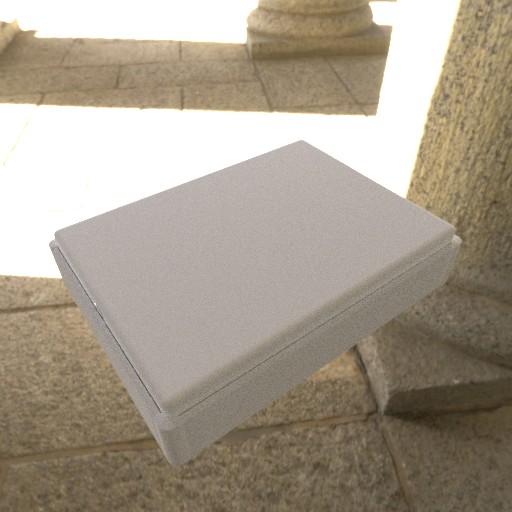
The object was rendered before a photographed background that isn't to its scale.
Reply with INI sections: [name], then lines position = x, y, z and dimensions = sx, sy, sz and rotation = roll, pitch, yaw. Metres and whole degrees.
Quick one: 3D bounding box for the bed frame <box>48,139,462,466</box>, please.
[bed frame]
position = 0.000, 0.000, 2.570
dimensions = 1.900, 0.406, 1.400
rotation = -26, 48, -26
